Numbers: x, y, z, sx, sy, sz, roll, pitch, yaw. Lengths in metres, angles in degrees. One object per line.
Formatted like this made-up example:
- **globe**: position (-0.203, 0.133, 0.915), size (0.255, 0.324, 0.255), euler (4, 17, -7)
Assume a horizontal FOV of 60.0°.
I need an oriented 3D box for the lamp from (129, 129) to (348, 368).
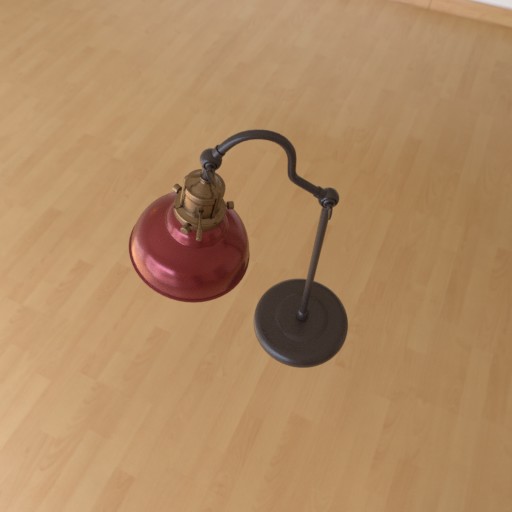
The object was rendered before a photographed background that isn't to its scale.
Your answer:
- **lamp**: position (0.000, 0.000, 0.692), size (0.374, 0.508, 0.192), euler (0, 58, 0)
